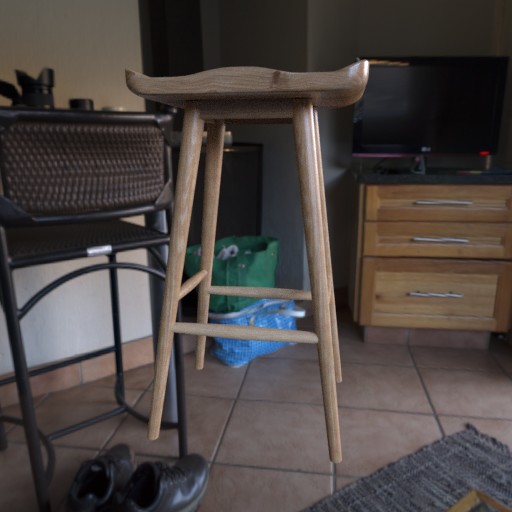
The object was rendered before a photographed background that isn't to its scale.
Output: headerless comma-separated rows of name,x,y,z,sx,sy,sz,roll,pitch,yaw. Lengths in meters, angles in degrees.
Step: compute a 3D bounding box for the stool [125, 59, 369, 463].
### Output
stool,0.000,0.000,0.925,0.407,0.698,0.322,2,13,10
